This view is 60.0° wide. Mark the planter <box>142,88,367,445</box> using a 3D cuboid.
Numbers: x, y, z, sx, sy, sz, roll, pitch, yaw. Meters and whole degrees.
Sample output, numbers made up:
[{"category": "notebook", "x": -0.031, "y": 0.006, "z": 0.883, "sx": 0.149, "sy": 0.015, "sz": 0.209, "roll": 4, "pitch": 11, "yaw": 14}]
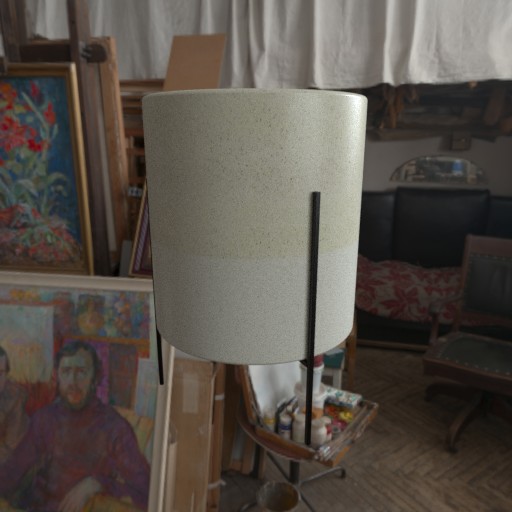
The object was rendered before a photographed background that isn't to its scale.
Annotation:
[{"category": "planter", "x": 0.000, "y": 0.000, "z": 0.715, "sx": 0.324, "sy": 0.483, "sz": 0.333, "roll": -8, "pitch": 18, "yaw": -26}]
